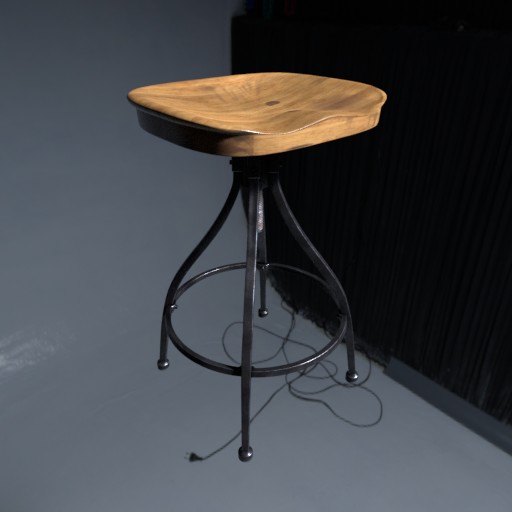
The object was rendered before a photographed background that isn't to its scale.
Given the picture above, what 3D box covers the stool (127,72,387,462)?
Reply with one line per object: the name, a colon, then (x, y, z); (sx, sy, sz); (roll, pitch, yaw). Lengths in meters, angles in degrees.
stool: (0.000, 0.000, 0.972); (0.432, 0.694, 0.424); (-23, 37, -34)
